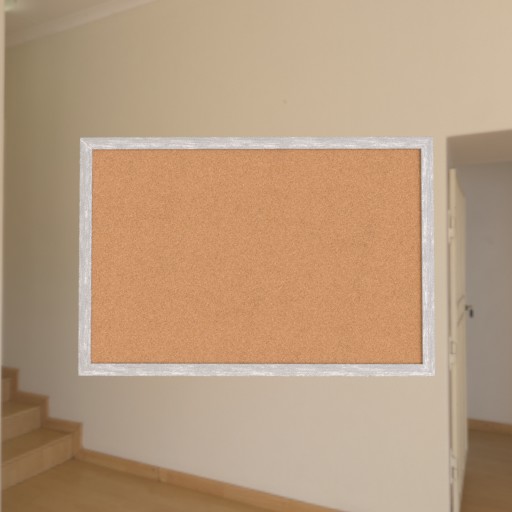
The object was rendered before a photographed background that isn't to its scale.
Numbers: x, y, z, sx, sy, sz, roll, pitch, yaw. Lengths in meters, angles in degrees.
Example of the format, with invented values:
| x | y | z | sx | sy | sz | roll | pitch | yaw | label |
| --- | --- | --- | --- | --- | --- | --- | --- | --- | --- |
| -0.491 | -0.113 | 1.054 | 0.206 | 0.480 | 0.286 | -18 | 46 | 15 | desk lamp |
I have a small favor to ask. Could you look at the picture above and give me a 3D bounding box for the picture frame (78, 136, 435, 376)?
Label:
| x | y | z | sx | sy | sz | roll | pitch | yaw | label |
| --- | --- | --- | --- | --- | --- | --- | --- | --- | --- |
| 0.000 | 0.000 | 1.202 | 0.950 | 0.640 | 0.029 | 0 | -1 | 0 | picture frame |
